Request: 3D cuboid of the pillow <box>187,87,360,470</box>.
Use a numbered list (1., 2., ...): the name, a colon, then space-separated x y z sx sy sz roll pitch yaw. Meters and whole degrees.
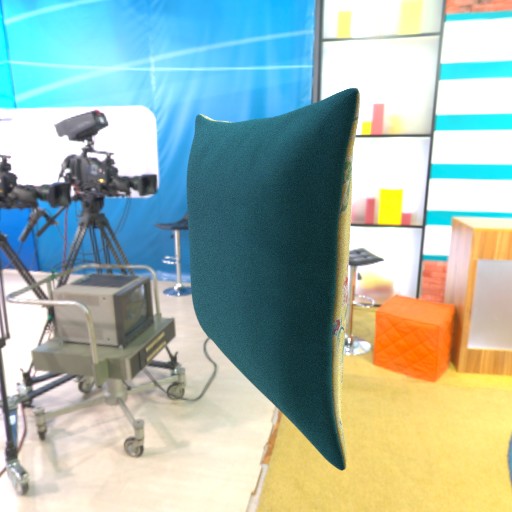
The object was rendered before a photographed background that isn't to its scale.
1. pillow: 0.000 0.000 0.783 0.166 0.508 0.525 -7 15 -26
